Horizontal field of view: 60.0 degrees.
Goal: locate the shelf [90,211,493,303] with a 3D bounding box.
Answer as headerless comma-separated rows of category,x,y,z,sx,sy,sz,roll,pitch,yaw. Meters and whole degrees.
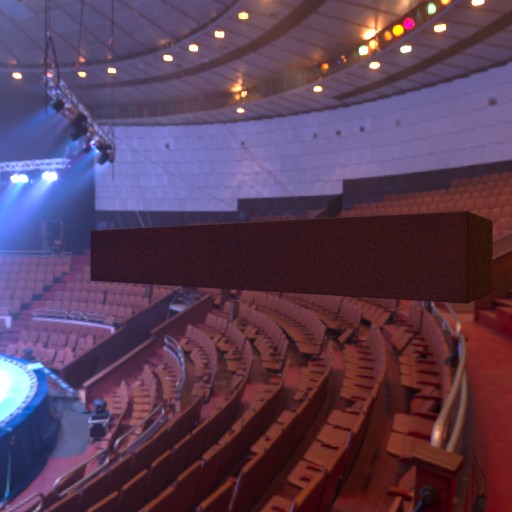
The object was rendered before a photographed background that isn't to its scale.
shelf,0.000,0.000,0.660,0.607,0.088,0.152,0,0,36
